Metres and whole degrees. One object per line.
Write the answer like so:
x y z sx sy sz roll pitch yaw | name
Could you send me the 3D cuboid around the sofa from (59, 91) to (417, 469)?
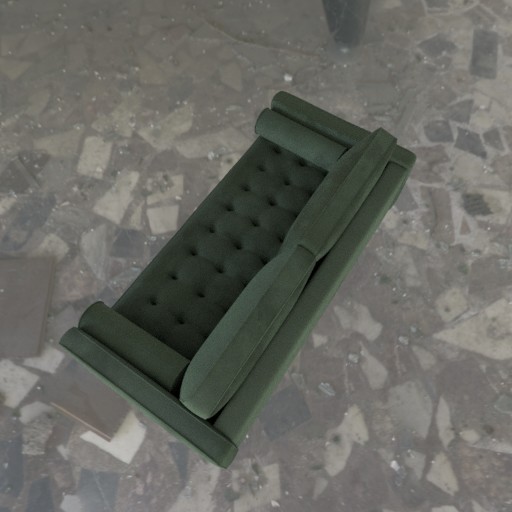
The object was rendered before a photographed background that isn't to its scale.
0.000 0.000 2.350 0.916 0.772 1.880 31 68 14 | sofa
